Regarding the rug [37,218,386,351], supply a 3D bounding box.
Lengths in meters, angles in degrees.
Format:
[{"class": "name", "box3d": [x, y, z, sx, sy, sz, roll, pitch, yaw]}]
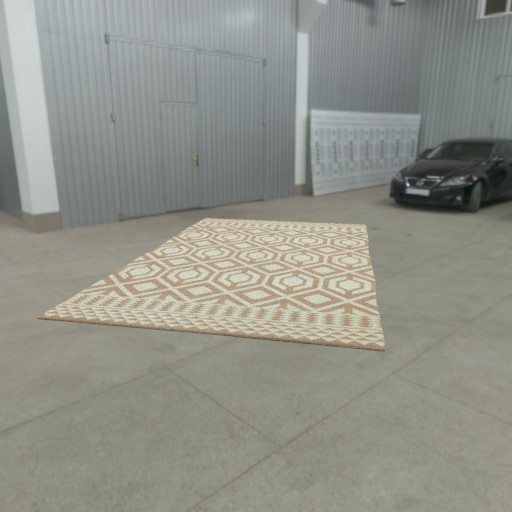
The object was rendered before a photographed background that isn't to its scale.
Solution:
[{"class": "rug", "box3d": [0.000, 0.000, 2.994, 1.526, 0.011, 2.435, 3, 16, 11]}]
